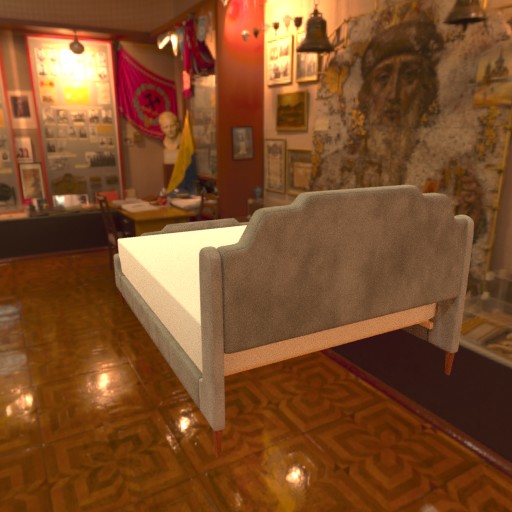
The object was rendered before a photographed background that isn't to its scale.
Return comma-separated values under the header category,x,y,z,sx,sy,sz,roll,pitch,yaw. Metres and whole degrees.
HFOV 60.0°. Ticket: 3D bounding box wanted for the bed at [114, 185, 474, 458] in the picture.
category,x,y,z,sx,sy,sz,roll,pitch,yaw
bed,0.000,0.000,3.310,1.676,1.245,2.340,-8,18,-27
